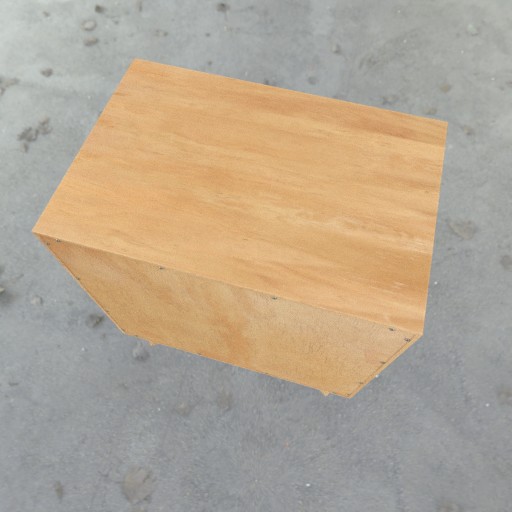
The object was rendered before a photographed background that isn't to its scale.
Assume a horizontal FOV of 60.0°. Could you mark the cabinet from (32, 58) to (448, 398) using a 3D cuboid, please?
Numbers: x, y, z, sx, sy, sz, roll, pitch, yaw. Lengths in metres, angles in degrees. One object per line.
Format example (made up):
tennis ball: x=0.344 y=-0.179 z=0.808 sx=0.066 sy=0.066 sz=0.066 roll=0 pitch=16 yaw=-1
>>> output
cabinet: x=0.000 y=0.000 z=0.948 sx=0.551 sy=0.599 sz=0.394 roll=14 pitch=64 yaw=7
